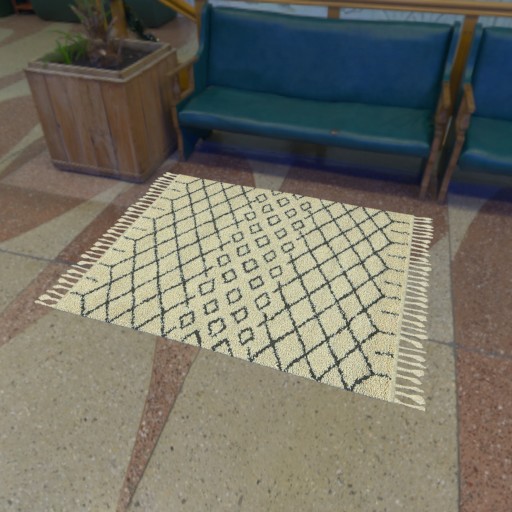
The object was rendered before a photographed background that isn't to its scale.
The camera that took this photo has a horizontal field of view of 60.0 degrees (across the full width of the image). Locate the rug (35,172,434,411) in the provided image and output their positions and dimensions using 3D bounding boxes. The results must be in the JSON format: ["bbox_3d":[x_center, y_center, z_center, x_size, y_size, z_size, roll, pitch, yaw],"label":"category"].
[{"bbox_3d":[0.000,0.000,4.255,3.213,0.030,2.388,12,41,14],"label":"rug"}]
